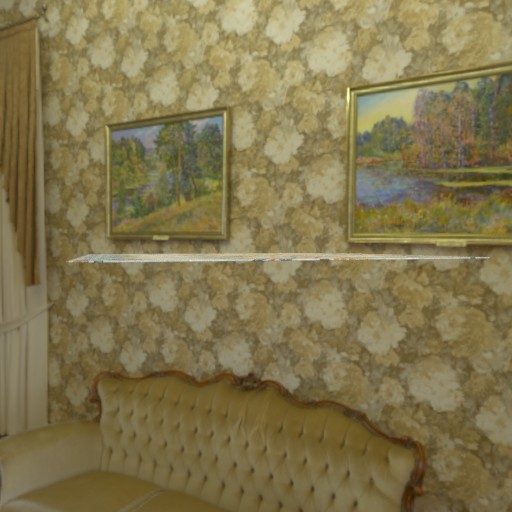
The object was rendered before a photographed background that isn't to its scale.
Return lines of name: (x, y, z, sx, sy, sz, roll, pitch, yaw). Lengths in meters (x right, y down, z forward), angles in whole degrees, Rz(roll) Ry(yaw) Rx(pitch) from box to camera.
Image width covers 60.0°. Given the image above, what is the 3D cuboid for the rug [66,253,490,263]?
rug: (0.000, 0.000, 4.133, 3.048, 0.010, 2.439, 0, 1, -18)
